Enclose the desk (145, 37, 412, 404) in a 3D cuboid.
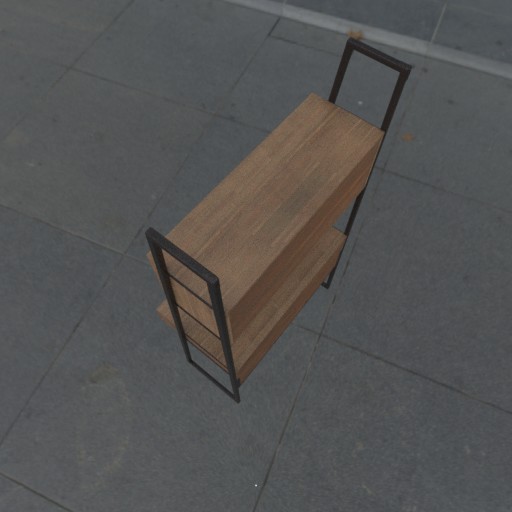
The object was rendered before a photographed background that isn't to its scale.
[{"bbox_3d":[0.000,0.000,2.129,0.515,1.809,0.982,35,68,17],"label":"desk"}]
